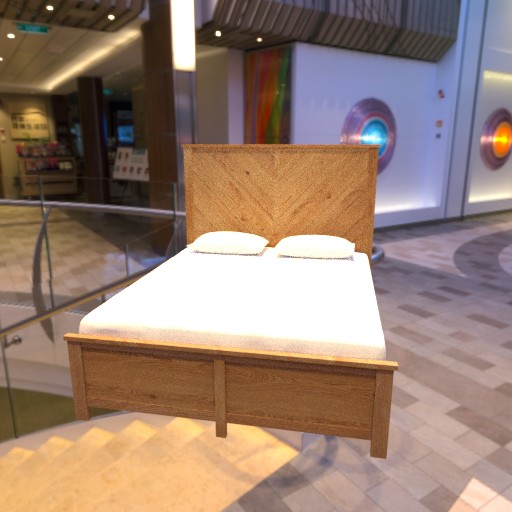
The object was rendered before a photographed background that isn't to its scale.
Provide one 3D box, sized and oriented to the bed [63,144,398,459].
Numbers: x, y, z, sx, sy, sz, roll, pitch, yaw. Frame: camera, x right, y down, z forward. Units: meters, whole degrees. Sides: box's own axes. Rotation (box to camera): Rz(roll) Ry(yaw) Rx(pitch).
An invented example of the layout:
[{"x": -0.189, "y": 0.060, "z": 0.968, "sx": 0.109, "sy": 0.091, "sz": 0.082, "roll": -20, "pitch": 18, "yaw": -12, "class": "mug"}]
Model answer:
[{"x": 0.000, "y": 0.000, "z": 3.986, "sx": 2.225, "sy": 1.938, "sz": 2.530, "roll": 3, "pitch": 15, "yaw": 11, "class": "bed"}]
